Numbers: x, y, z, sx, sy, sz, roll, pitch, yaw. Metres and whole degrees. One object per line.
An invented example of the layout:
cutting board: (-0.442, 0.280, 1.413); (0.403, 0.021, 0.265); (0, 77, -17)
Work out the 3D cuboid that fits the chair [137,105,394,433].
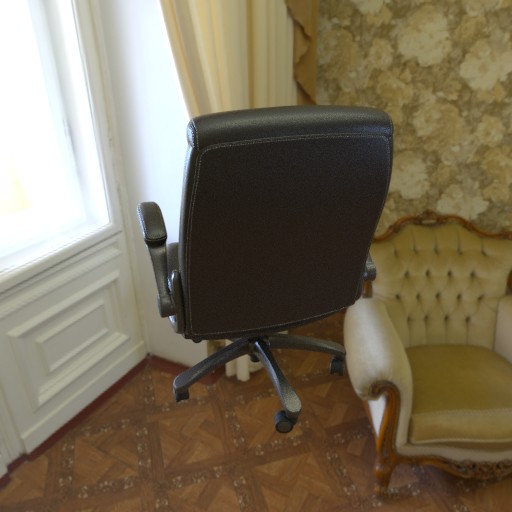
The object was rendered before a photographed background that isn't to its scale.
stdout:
chair: (0.000, 0.000, 1.604); (0.782, 1.110, 0.724); (-8, 27, -16)
